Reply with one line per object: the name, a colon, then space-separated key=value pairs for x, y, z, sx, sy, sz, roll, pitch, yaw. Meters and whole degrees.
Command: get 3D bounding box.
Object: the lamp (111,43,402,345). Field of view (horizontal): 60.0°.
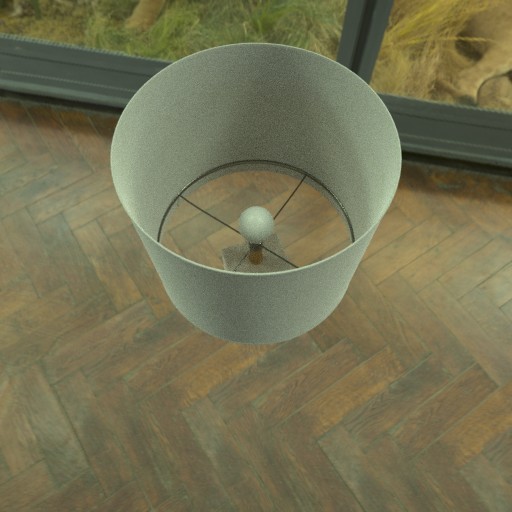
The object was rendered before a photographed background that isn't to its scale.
lamp: x=0.000 y=0.000 z=0.539 sx=0.229 sy=0.417 sz=0.229 roll=-18 pitch=66 yaw=-8
